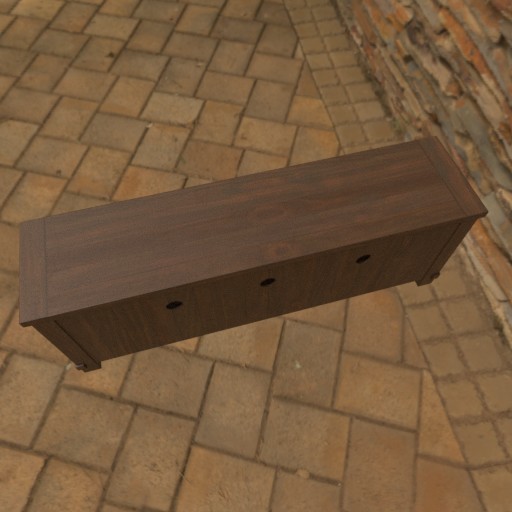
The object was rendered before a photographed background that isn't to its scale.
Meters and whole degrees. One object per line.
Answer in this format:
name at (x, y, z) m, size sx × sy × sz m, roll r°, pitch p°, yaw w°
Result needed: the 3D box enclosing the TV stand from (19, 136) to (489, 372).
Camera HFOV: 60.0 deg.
TV stand at (0.000, 0.000, 2.073) m, size 1.866 × 0.615 × 0.471 m, roll -13°, pitch 59°, yaw -8°
